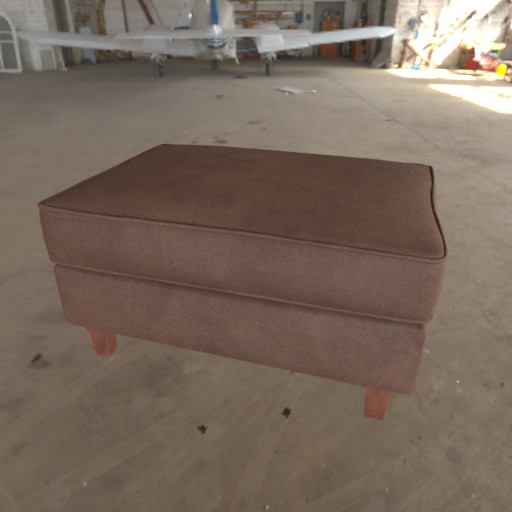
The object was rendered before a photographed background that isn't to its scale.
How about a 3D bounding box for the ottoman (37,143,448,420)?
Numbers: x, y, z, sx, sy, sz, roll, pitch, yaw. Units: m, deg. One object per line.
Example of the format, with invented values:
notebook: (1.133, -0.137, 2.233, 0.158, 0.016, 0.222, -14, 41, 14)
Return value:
ottoman: (0.000, 0.000, 1.171, 0.860, 0.481, 0.596, 8, 29, 15)
